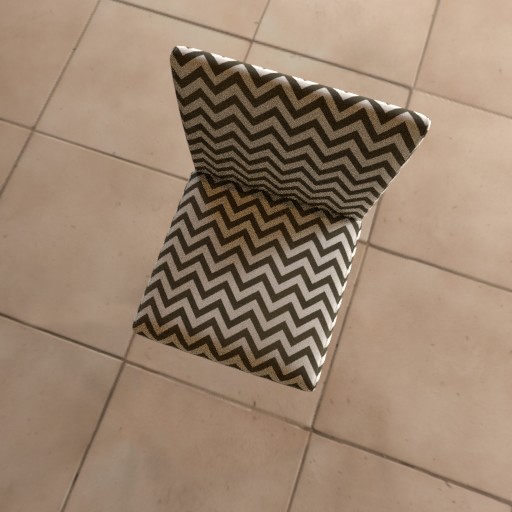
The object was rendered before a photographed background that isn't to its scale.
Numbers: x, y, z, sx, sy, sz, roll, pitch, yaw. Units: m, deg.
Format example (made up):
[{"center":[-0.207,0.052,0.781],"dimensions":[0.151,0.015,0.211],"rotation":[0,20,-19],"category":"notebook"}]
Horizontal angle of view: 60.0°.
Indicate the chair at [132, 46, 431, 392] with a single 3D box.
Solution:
[{"center":[0.000,0.000,1.297],"dimensions":[0.589,0.838,0.648],"rotation":[18,77,4],"category":"chair"}]
